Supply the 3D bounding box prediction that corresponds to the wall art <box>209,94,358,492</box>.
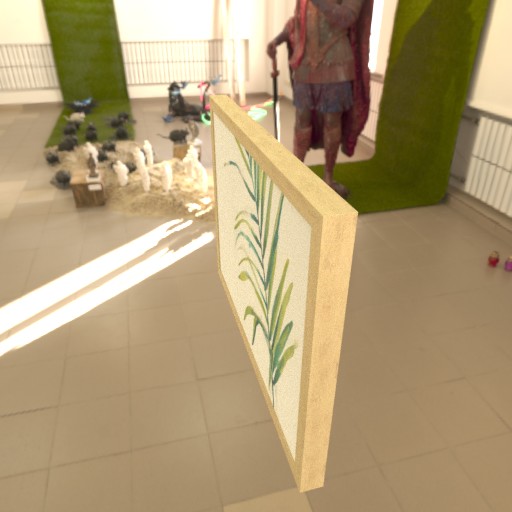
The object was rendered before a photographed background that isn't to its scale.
[{"bbox_3d":[0.000,0.000,0.683,0.032,0.380,0.532,-8,31,-13],"label":"wall art"}]
